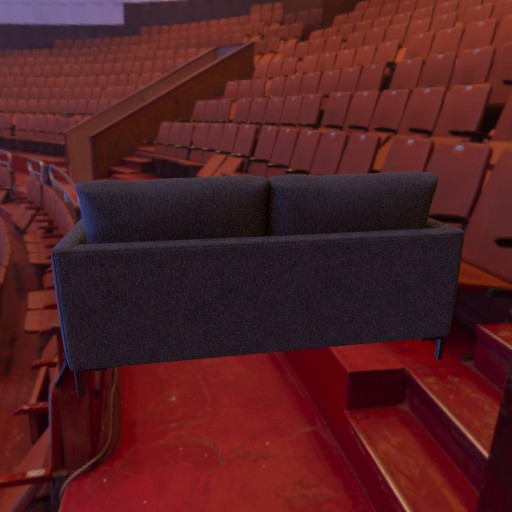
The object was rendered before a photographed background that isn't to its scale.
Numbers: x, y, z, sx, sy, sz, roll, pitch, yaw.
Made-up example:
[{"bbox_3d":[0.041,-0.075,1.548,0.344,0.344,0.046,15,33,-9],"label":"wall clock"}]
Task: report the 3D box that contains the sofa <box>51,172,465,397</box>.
[{"bbox_3d":[0.000,0.000,2.217,1.716,0.862,0.866,-3,17,-10],"label":"sofa"}]
